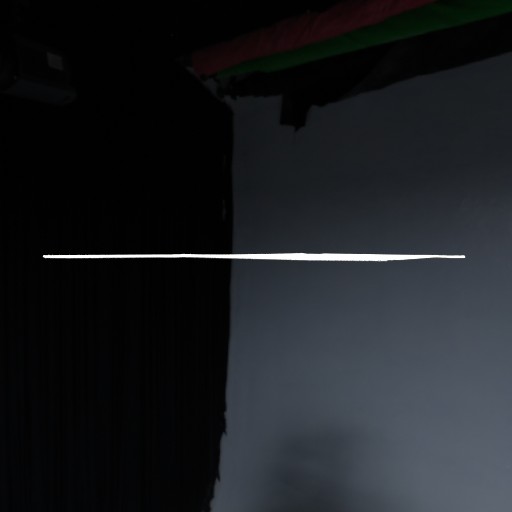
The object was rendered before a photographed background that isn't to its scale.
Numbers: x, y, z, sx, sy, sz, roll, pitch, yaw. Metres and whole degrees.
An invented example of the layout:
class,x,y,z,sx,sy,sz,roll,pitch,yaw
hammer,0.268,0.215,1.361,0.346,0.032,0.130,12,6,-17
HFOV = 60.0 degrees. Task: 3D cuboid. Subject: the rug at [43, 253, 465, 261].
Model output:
class,x,y,z,sx,sy,sz,roll,pitch,yaw
rug,0.000,0.000,3.670,2.869,0.038,2.032,0,0,35
